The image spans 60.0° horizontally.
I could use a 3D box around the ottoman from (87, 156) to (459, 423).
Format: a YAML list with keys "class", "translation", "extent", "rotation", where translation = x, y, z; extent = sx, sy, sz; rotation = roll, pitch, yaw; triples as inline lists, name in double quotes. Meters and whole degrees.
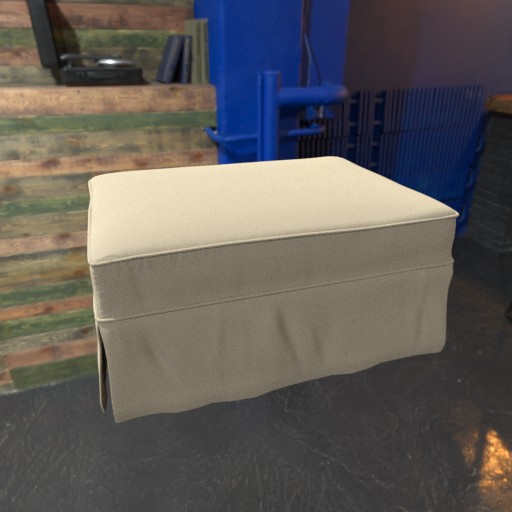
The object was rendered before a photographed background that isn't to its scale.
- class: "ottoman"
  translation: [0.000, 0.000, 1.339]
  extent: [0.959, 0.482, 0.721]
  rotation: [-8, 27, -16]
